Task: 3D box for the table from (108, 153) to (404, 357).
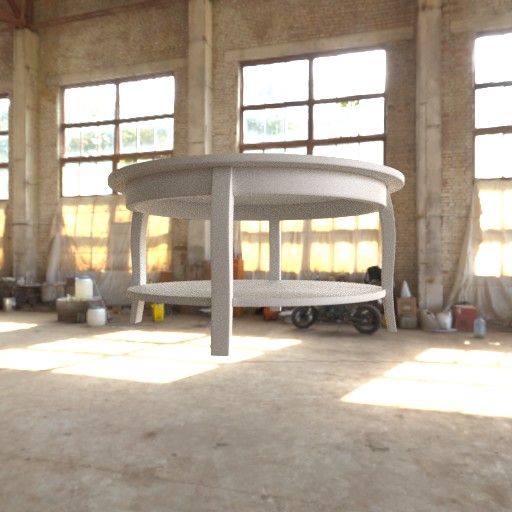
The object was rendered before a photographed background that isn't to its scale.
[{"bbox_3d":[0.000,0.000,1.434,0.910,0.457,0.910,0,0,0],"label":"table"}]
